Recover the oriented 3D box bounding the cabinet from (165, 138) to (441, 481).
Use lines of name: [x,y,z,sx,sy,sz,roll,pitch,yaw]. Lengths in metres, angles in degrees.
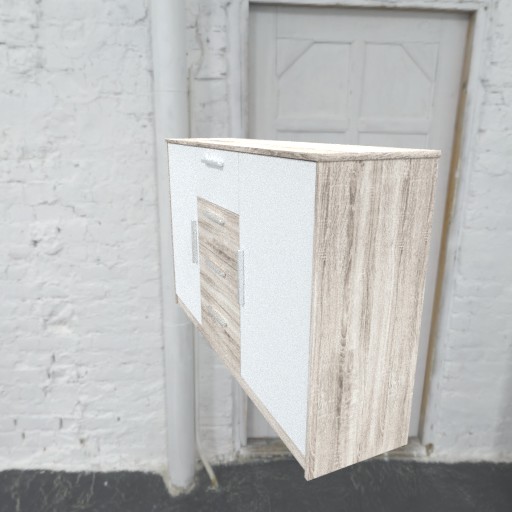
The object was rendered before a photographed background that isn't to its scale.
cabinet: [0.000,0.000,1.816,0.380,0.900,1.450,-7,18,-24]
